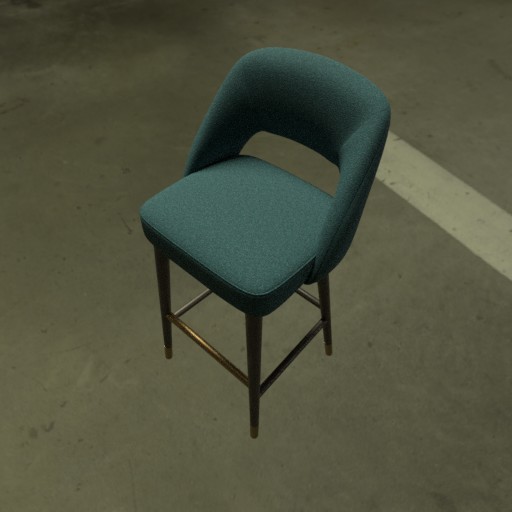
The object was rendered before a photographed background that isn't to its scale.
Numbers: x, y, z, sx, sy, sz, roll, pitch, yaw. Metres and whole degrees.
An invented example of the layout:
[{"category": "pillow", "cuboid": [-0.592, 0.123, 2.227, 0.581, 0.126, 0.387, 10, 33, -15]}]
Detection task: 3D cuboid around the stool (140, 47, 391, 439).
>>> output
[{"category": "stool", "cuboid": [0.000, 0.000, 1.326, 0.536, 1.032, 0.522, 34, 55, 28]}]
